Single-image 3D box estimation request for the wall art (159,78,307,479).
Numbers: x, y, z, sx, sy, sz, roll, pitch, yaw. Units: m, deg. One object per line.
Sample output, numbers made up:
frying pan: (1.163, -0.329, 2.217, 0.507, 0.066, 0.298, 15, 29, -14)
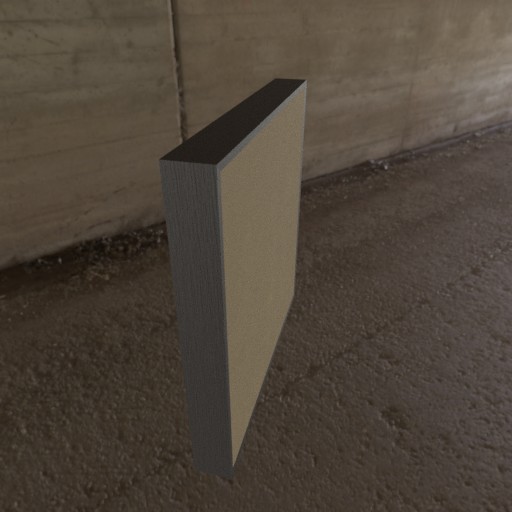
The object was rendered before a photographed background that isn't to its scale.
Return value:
wall art: (0.000, 0.000, 0.461, 0.036, 0.300, 0.302, 8, 32, 13)
